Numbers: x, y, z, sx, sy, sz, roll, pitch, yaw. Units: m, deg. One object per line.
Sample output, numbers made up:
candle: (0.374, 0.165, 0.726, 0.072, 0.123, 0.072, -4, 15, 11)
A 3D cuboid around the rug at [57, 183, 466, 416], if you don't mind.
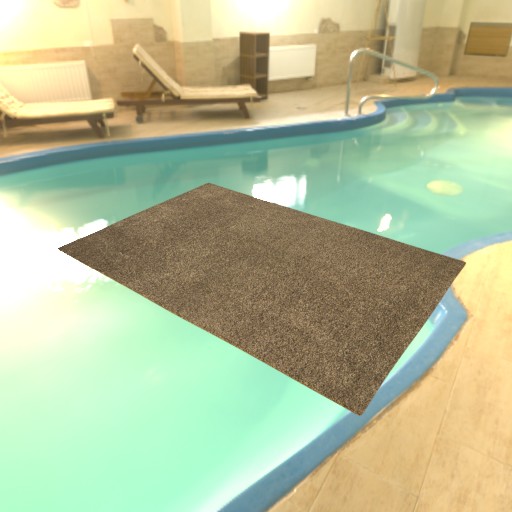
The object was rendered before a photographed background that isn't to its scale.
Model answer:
rug: (0.000, 0.000, 3.506, 2.699, 0.026, 1.802, 22, 37, 32)
